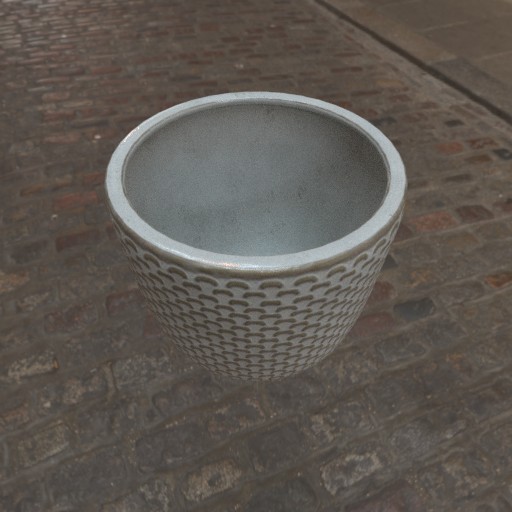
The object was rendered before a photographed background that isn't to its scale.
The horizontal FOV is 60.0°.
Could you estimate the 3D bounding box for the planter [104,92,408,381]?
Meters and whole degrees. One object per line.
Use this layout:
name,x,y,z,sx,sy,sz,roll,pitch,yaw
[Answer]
planter,0.000,0.000,0.312,0.173,0.160,0.173,0,46,0
